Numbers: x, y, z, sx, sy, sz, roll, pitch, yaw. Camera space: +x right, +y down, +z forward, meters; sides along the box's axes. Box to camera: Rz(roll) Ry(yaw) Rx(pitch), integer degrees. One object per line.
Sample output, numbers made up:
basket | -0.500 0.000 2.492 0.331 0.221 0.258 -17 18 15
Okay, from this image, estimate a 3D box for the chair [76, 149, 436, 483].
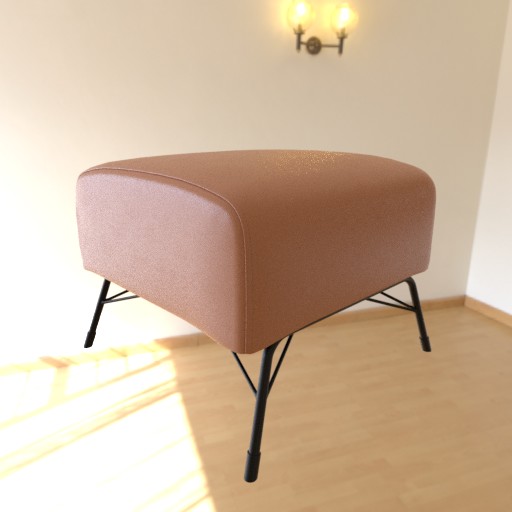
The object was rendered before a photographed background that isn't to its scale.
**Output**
chair | 0.000 0.000 0.887 0.530 0.410 0.530 -15 22 -42
